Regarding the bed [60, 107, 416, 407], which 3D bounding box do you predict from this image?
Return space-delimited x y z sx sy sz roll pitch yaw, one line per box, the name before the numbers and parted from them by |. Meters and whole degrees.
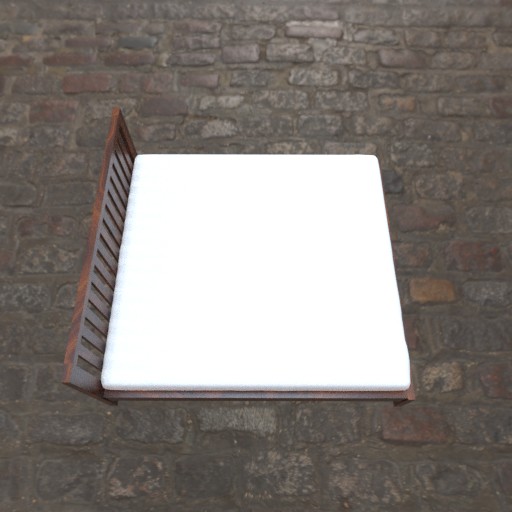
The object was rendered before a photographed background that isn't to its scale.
bed | 0.000 0.000 3.120 2.030 0.890 1.905 0 64 0
